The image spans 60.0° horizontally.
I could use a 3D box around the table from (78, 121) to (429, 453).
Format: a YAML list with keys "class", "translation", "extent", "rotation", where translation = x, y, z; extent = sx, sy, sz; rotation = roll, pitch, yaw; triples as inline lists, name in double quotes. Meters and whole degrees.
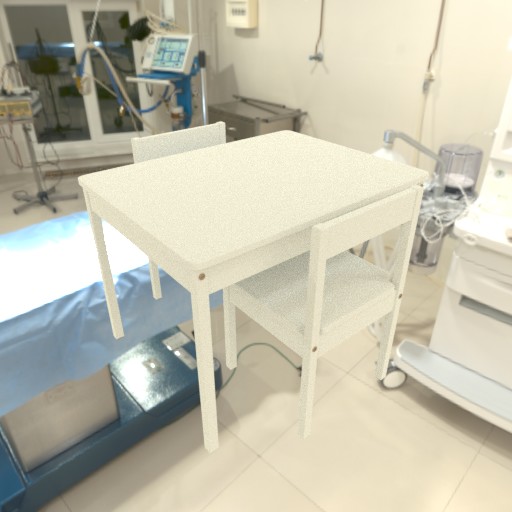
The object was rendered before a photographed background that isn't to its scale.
- class: "table"
  translation: [0.000, 0.000, 1.120]
  extent: [0.650, 0.503, 0.672]
  rotation: [-22, 37, -33]
